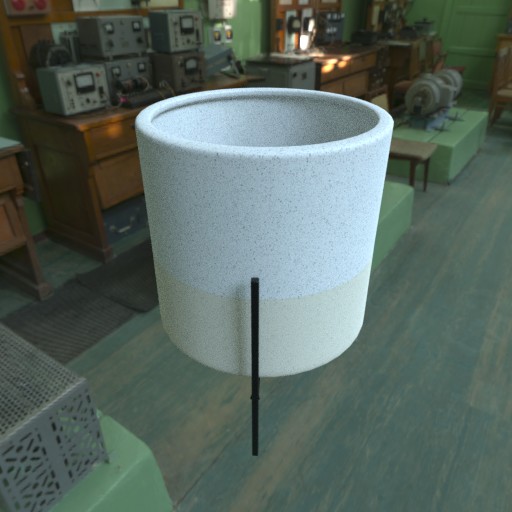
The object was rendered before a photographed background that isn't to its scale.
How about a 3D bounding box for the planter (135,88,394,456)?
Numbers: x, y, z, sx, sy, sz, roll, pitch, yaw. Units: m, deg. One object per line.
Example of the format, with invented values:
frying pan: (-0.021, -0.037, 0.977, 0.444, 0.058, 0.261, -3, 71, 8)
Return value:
planter: (0.000, 0.000, 0.658, 0.335, 0.423, 0.313, 19, 36, 28)
